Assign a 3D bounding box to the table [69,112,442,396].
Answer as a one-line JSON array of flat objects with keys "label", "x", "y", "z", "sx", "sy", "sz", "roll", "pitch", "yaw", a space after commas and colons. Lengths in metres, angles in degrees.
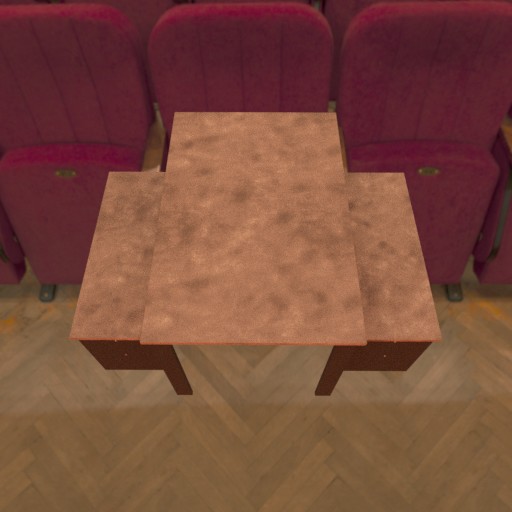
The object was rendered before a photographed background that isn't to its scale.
[{"label": "table", "x": 0.000, "y": 0.000, "z": 2.012, "sx": 1.443, "sy": 0.700, "sz": 1.100, "roll": 0, "pitch": 58, "yaw": 0}]
